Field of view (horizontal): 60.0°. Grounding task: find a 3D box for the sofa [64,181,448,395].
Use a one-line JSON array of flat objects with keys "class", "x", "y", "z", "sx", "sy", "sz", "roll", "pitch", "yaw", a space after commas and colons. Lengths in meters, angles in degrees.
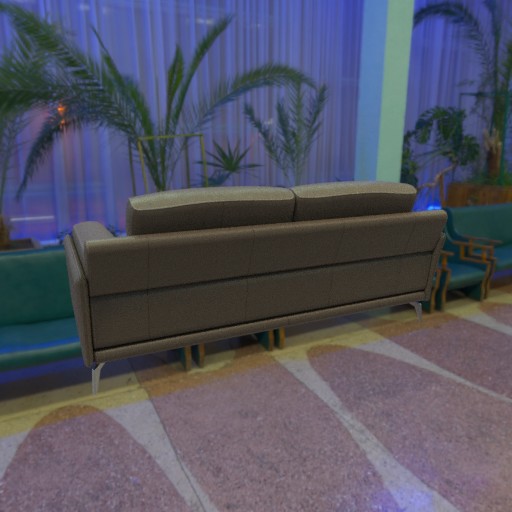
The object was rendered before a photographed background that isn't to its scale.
[{"class": "sofa", "x": 0.000, "y": 0.000, "z": 2.699, "sx": 2.101, "sy": 0.930, "sz": 1.049, "roll": -7, "pitch": 16, "yaw": -24}]
